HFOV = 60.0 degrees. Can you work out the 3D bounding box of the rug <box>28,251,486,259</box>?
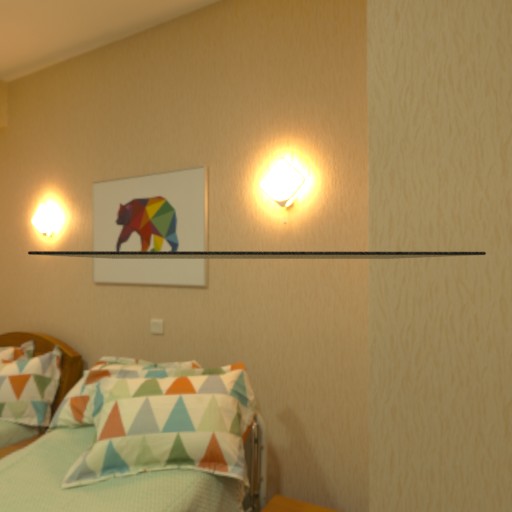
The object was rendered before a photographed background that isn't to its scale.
[{"bbox_3d":[0.000,0.000,2.986,2.330,0.017,1.478,0,-1,-2],"label":"rug"}]
